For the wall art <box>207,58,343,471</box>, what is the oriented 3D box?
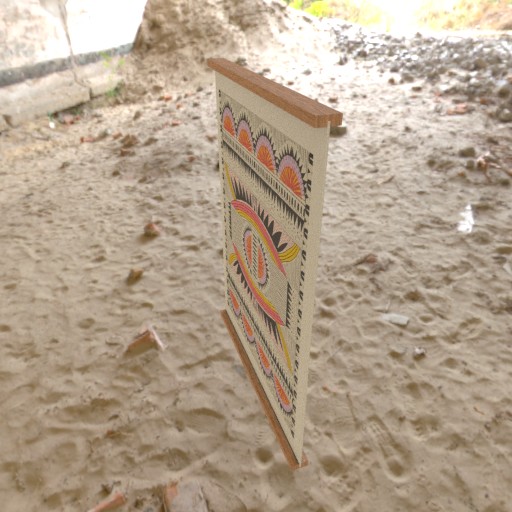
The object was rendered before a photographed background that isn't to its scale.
[{"bbox_3d":[0.000,0.000,0.700,0.028,0.527,0.403,-10,33,-17],"label":"wall art"}]
